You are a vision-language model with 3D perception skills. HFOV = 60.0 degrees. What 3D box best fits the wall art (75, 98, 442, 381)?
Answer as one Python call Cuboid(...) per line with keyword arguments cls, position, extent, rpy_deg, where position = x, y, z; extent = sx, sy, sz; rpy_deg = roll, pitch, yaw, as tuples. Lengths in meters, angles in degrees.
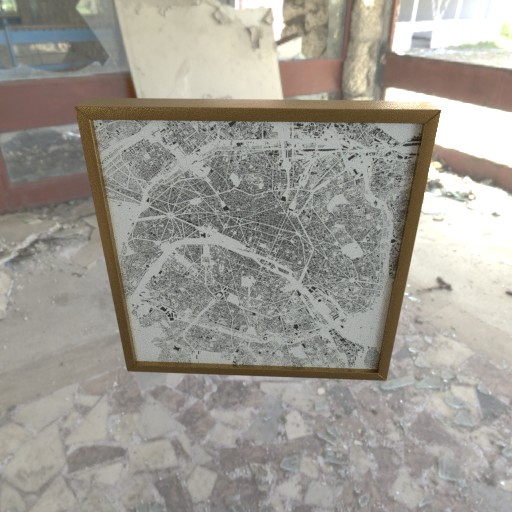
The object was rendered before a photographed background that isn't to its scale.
Cuboid(cls="wall art", position=(0.000, 0.000, 0.459), extent=(0.305, 0.305, 0.037), rpy_deg=(1, 30, 2))
